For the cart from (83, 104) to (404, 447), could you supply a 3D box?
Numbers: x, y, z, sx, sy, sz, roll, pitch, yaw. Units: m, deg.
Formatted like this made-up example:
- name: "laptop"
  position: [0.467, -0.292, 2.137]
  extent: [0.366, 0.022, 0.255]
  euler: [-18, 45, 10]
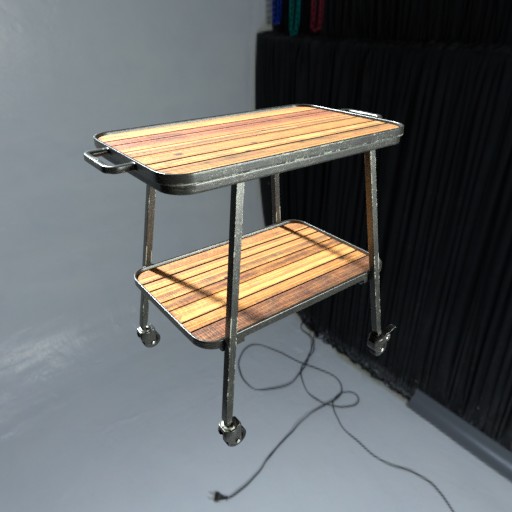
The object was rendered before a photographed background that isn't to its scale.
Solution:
- name: "cart"
  position: [0.000, 0.000, 1.244]
  extent: [0.806, 0.700, 0.515]
  euler: [-20, 34, -32]
